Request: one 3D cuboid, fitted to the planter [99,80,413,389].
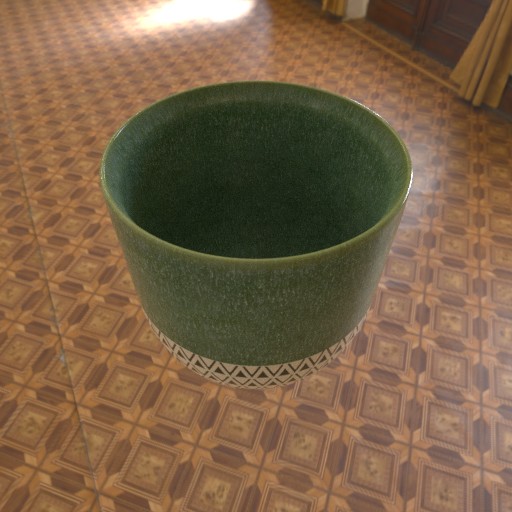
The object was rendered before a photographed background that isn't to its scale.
[{"bbox_3d":[0.000,0.000,0.483,0.266,0.270,0.266,0,47,0],"label":"planter"}]
